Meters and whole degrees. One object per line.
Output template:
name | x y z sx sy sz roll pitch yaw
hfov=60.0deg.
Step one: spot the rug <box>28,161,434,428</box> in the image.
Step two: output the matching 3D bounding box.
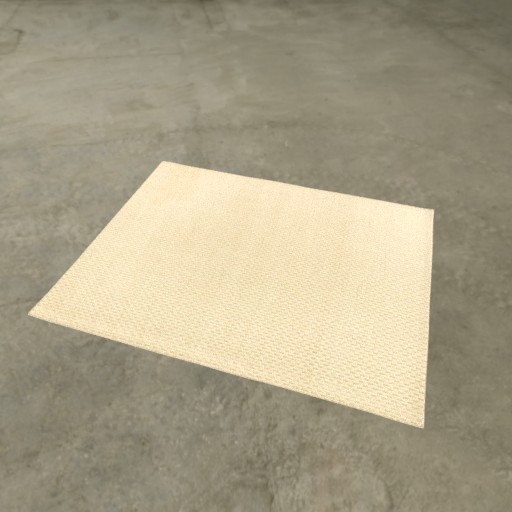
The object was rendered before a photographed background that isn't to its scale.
rug | 0.000 0.000 3.814 2.897 0.035 2.277 12 45 13
